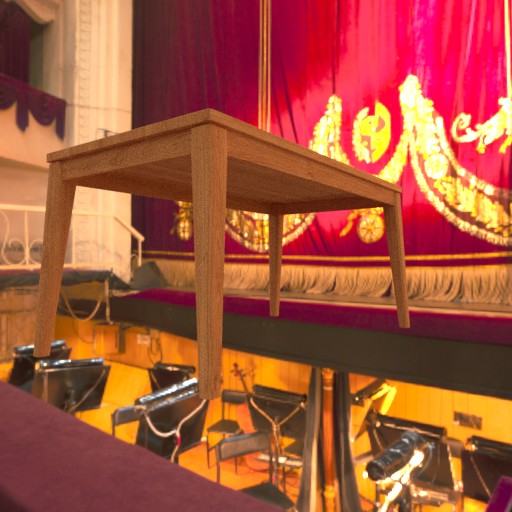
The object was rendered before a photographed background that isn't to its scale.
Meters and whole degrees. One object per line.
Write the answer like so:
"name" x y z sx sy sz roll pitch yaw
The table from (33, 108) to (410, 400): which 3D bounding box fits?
"table" 0.000 0.000 2.037 0.900 0.760 1.600 -1 -1 37
